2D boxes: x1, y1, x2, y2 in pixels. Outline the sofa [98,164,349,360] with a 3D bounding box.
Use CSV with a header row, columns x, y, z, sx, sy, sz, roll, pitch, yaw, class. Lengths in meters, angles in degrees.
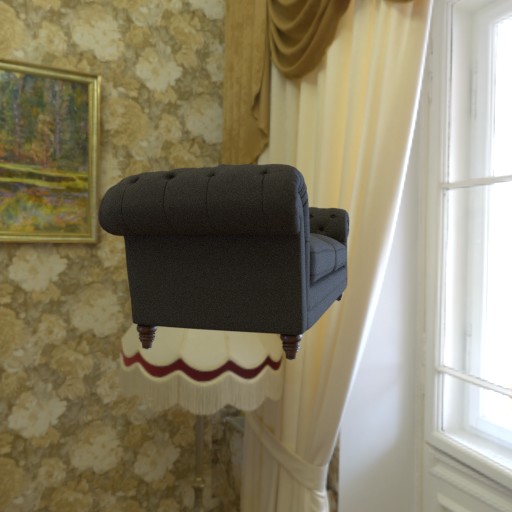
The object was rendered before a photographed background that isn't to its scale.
x,y,z,sx,sy,sz,roll,pitch,yaw,class
0.000,0.000,2.748,0.991,0.762,2.362,0,2,16,sofa
